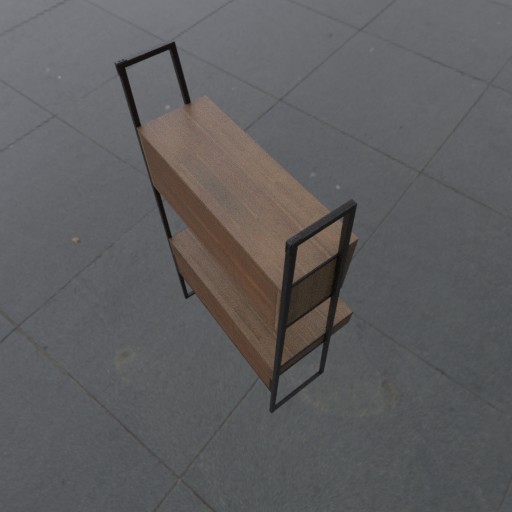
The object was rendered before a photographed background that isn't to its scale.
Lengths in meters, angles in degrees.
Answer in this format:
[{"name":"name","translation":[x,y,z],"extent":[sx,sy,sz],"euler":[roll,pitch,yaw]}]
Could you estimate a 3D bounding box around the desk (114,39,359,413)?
[{"name":"desk","translation":[0.000,0.000,2.192],"extent":[0.515,1.809,0.982],"euler":[-32,63,-19]}]
